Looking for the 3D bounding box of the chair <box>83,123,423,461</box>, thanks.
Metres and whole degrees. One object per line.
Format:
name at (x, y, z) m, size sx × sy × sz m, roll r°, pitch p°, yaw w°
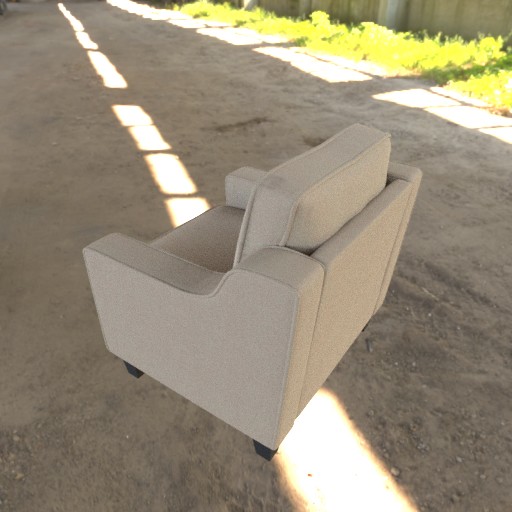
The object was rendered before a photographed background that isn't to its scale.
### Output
chair at (0.000, 0.000, 1.683) m, size 0.882 × 0.948 × 0.922 m, roll 20°, pitch 38°, yaw 29°
